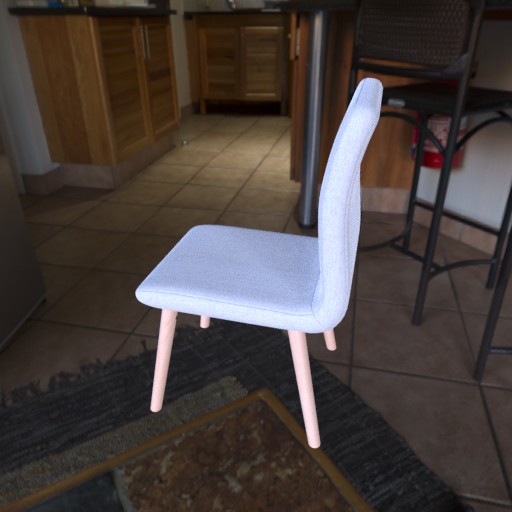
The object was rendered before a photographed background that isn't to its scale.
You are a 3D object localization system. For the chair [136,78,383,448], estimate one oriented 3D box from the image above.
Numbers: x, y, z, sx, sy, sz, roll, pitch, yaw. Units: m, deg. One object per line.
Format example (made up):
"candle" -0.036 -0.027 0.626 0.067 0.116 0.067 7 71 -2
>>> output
"chair" 0.000 0.000 1.207 0.550 0.885 0.435 8 30 13
